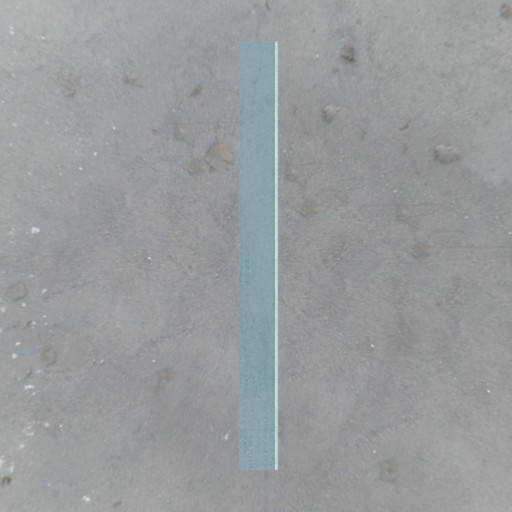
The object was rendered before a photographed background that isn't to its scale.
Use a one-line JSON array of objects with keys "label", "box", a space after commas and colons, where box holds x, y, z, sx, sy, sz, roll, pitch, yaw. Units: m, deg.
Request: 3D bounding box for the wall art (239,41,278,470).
[{"label": "wall art", "box": [0.000, 0.000, 0.677, 0.037, 0.509, 0.409, 0, 90, -1]}]
